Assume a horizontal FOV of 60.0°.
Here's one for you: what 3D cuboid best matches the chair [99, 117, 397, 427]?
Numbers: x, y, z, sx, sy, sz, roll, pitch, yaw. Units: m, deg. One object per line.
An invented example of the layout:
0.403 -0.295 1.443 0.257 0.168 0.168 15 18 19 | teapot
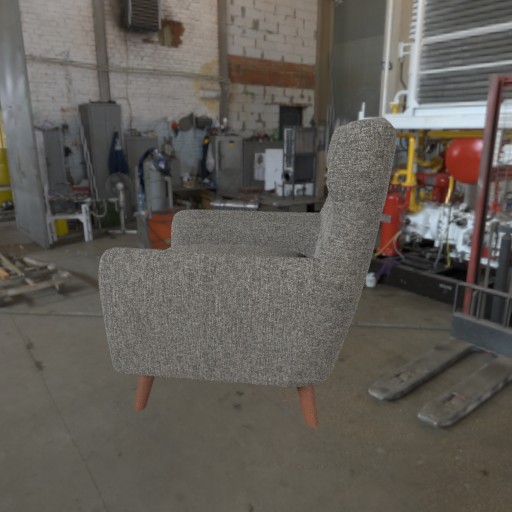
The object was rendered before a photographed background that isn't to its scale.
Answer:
0.000 0.000 1.766 0.940 1.039 0.889 2 16 8 | chair
